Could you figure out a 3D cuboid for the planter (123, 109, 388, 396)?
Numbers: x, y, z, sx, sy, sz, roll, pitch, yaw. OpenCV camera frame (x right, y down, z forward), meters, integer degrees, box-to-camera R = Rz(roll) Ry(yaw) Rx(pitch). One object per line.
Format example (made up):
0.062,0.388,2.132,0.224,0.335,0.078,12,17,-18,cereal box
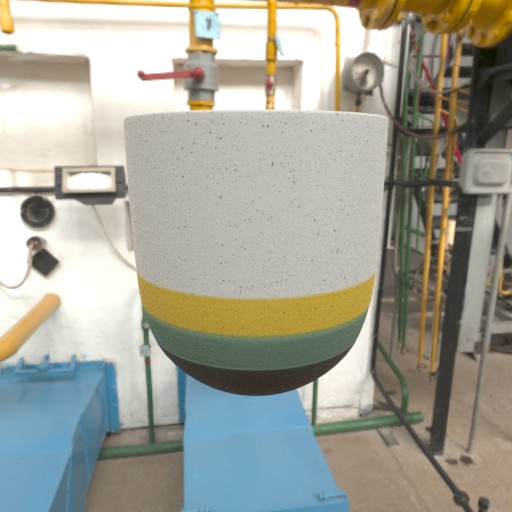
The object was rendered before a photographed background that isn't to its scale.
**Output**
0.000,0.000,0.364,0.195,0.214,0.195,0,14,0,planter
